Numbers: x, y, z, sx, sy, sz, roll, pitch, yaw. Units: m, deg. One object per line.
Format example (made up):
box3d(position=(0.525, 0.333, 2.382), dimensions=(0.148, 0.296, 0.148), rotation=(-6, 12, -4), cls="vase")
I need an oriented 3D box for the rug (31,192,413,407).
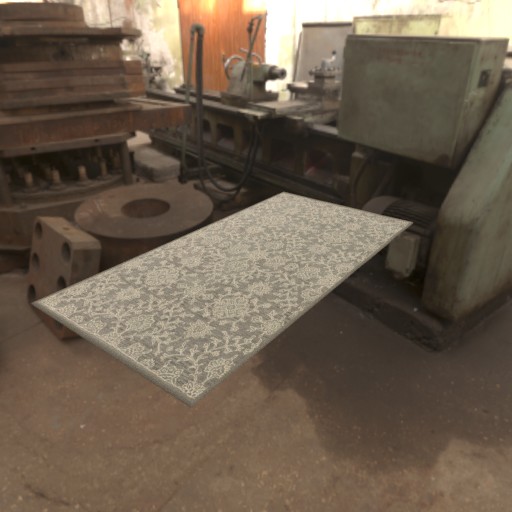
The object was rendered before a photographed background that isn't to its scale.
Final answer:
box3d(position=(0.000, 0.000, 3.695), dimensions=(1.546, 0.011, 3.048), rotation=(19, 32, 33), cls="rug")
